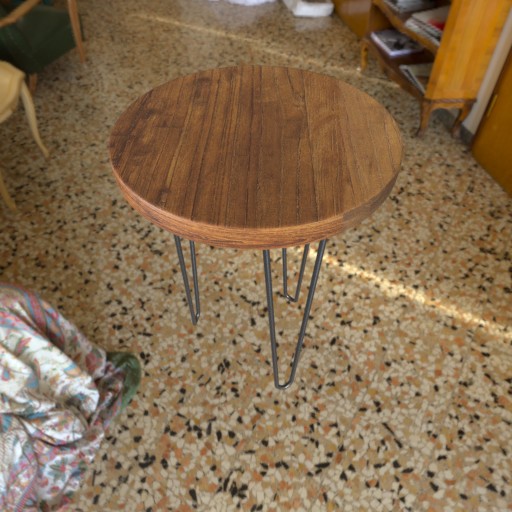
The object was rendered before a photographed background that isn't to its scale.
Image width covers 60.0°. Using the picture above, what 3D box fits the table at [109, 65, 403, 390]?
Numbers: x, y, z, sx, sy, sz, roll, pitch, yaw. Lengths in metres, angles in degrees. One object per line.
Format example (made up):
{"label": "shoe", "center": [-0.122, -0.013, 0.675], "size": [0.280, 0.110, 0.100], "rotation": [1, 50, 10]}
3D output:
{"label": "table", "center": [0.000, 0.000, 0.804], "size": [0.400, 0.520, 0.400], "rotation": [0, 47, 0]}
